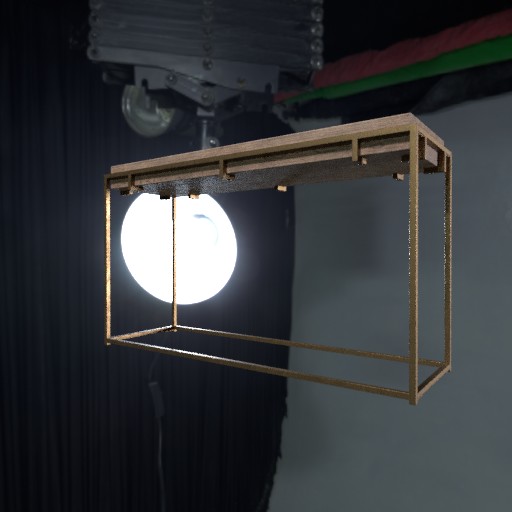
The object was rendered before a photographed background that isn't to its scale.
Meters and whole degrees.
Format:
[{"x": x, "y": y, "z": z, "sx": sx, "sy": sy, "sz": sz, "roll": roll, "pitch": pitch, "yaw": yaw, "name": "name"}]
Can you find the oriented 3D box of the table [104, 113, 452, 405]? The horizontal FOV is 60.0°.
[{"x": 0.000, "y": 0.000, "z": 1.810, "sx": 1.400, "sy": 0.820, "sz": 0.440, "roll": 0, "pitch": 1, "yaw": 36, "name": "table"}]
